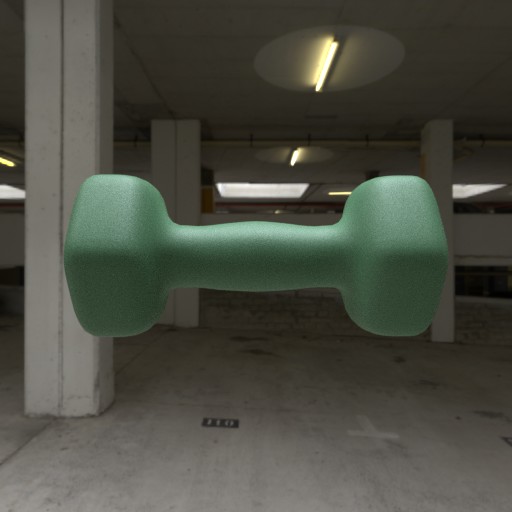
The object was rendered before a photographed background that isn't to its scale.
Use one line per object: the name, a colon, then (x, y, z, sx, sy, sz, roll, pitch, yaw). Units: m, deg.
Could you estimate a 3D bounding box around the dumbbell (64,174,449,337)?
dumbbell: (0.000, 0.000, 0.330, 0.257, 0.114, 0.126, 0, 0, 0)
